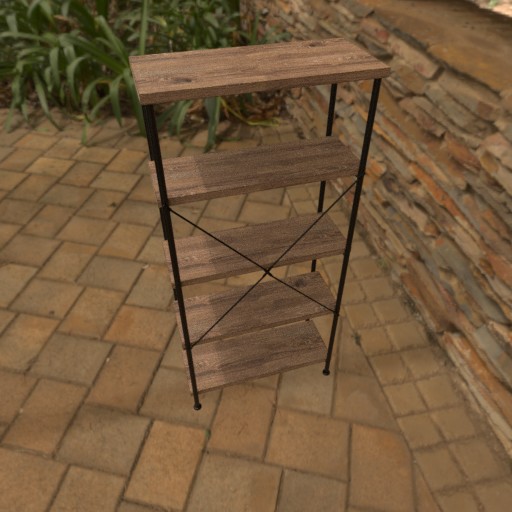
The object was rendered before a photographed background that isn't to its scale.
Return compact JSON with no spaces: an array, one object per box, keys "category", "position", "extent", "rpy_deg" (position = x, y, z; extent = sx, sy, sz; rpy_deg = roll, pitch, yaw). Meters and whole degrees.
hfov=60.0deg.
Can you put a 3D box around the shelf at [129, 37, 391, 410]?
[{"category":"shelf","position":[0.000,0.000,2.024],"extent":[0.800,1.700,0.360],"rpy_deg":[-11,42,-13]}]
